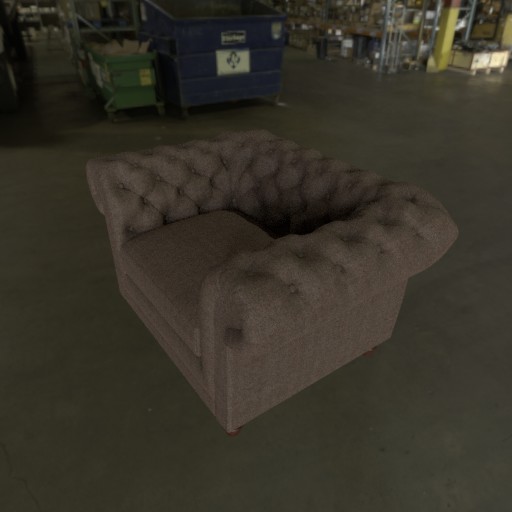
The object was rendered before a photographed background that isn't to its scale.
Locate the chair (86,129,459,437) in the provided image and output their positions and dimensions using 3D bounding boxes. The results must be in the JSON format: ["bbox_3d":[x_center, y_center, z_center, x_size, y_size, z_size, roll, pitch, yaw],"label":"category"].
[{"bbox_3d":[0.000,0.000,1.872,0.945,0.780,1.298,-20,37,-30],"label":"chair"}]
